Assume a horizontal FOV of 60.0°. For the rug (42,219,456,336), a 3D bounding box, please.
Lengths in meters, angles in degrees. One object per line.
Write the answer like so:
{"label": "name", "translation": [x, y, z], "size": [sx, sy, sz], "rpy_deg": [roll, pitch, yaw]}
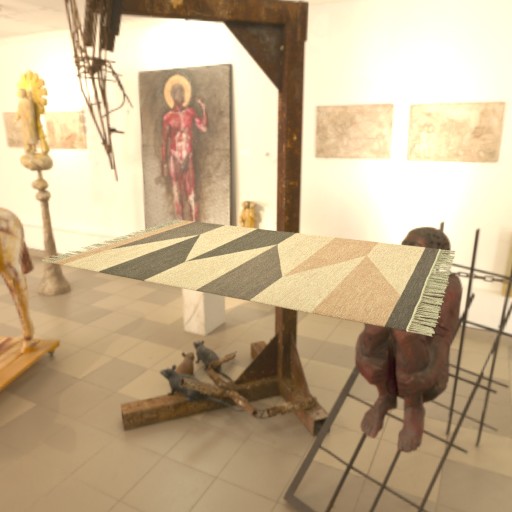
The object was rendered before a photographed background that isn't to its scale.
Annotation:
{"label": "rug", "translation": [0.000, 0.000, 2.499], "size": [2.021, 0.027, 1.224], "rpy_deg": [8, 18, 26]}
